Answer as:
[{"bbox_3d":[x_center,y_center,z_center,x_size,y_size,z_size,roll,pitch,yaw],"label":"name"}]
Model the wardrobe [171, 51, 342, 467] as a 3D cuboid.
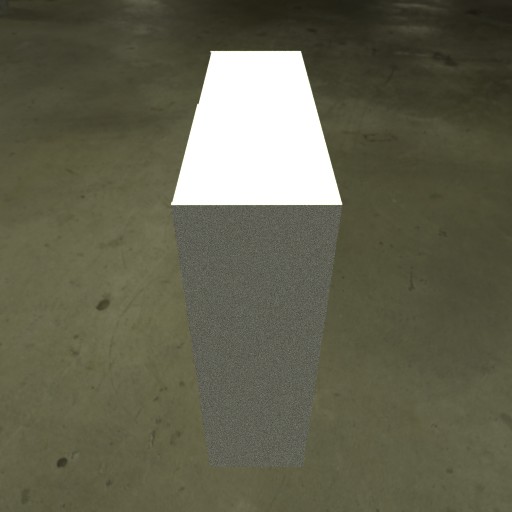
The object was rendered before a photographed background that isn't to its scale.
[{"bbox_3d":[0.000,0.000,2.904,0.600,2.020,1.830,0,40,0],"label":"wardrobe"}]
